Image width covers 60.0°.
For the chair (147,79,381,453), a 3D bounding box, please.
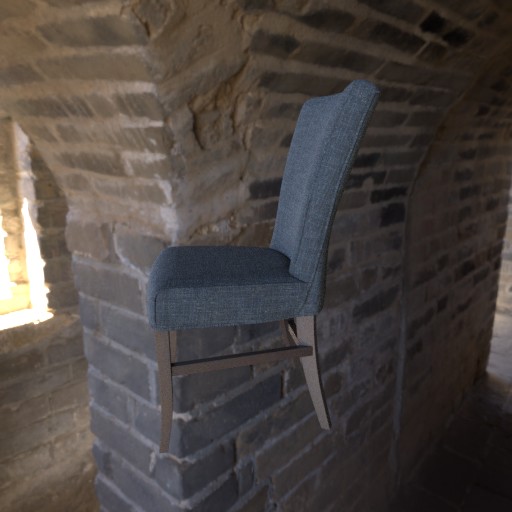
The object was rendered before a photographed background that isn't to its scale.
[{"bbox_3d":[0.000,0.000,1.394,0.660,0.991,0.520,-2,14,-8],"label":"chair"}]
